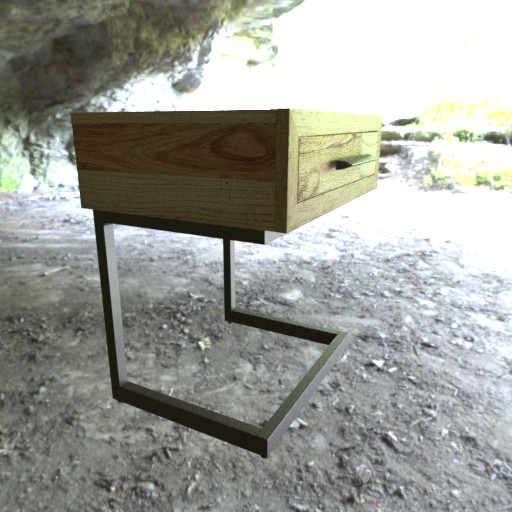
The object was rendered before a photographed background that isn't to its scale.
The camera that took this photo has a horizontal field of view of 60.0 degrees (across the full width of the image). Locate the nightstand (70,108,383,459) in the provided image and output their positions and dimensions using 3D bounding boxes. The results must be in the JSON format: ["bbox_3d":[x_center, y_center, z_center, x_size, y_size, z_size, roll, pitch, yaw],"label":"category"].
[{"bbox_3d":[0.000,0.000,1.033,0.481,0.632,0.558,9,19,27],"label":"nightstand"}]
